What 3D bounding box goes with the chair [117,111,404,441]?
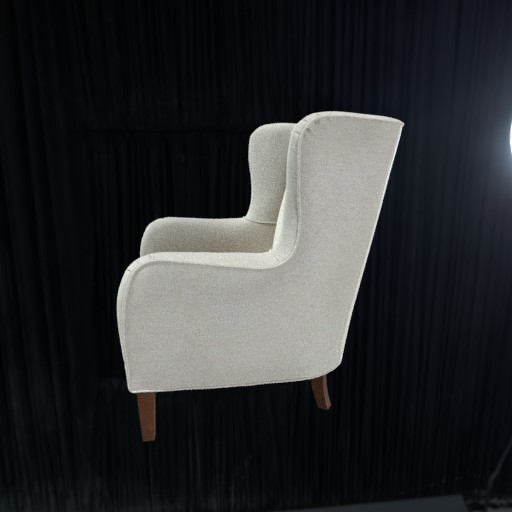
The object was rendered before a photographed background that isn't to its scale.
[{"bbox_3d":[0.000,0.000,1.749,0.966,1.040,0.838,-2,14,-8],"label":"chair"}]
